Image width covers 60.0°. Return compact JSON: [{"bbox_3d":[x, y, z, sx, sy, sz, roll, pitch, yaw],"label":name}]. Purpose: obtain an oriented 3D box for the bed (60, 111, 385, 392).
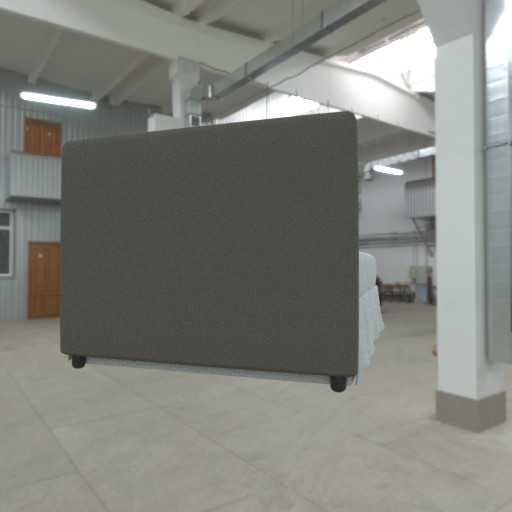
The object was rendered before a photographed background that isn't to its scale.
[{"bbox_3d":[0.000,0.000,3.292,1.748,1.330,2.142,0,-1,19],"label":"bed"}]
